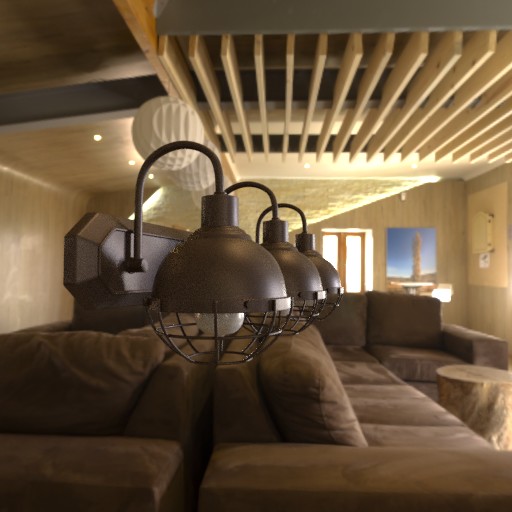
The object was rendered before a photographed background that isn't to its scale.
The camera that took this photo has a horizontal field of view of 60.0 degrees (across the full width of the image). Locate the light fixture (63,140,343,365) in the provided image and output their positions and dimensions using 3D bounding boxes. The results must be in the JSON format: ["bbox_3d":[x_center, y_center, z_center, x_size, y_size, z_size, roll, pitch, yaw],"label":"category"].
[{"bbox_3d":[0.000,0.000,0.741,0.229,0.254,0.634,-1,-3,18],"label":"light fixture"}]
